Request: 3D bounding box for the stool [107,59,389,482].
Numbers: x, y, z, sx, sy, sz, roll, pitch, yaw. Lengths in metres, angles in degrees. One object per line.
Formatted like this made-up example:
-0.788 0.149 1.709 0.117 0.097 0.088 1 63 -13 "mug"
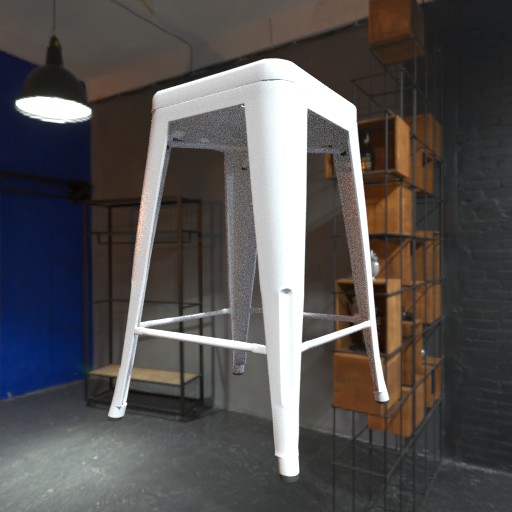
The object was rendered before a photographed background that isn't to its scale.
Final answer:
0.000 0.000 0.875 0.406 0.610 0.406 0 0 35 "stool"
